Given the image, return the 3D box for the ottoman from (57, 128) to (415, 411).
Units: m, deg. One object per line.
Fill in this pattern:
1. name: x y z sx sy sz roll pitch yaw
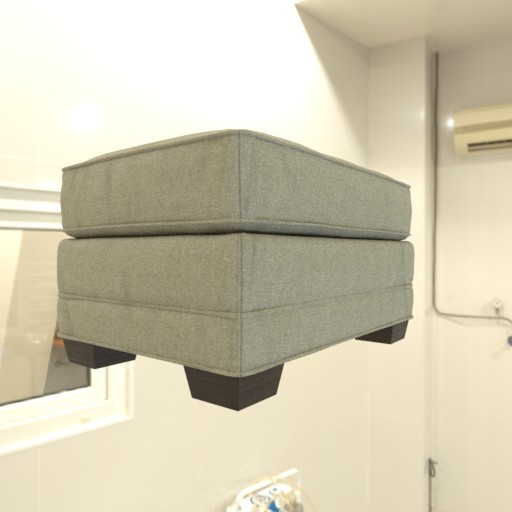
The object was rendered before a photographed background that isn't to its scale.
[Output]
1. ottoman: 0.000 0.000 1.209 0.611 0.508 0.848 1 1 38
